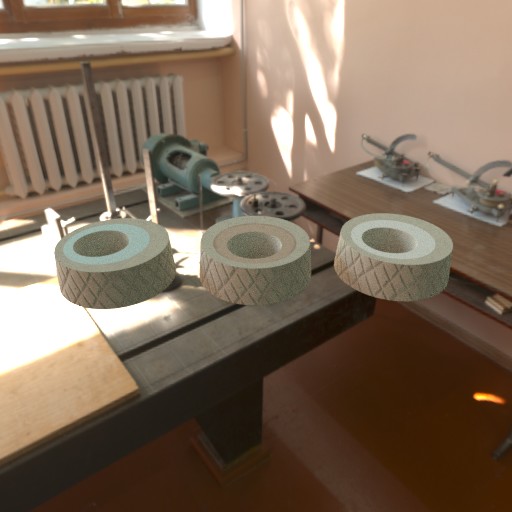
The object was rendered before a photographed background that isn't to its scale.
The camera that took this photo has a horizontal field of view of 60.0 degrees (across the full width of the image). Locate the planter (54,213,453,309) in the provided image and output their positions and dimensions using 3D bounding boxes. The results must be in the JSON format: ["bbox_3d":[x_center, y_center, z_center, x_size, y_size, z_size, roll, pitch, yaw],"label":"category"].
[{"bbox_3d":[0.000,0.000,0.443,0.390,0.038,0.114,-1,31,-2],"label":"planter"}]
